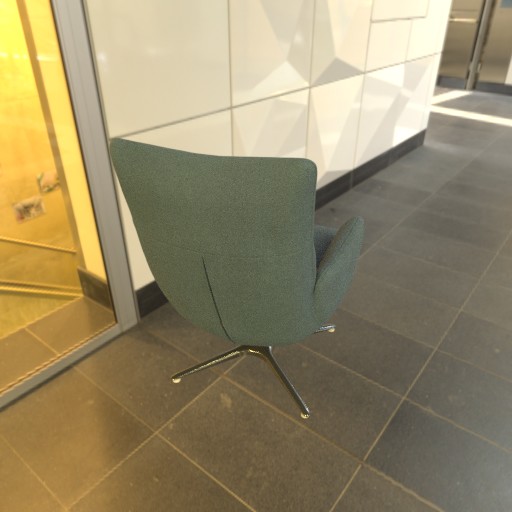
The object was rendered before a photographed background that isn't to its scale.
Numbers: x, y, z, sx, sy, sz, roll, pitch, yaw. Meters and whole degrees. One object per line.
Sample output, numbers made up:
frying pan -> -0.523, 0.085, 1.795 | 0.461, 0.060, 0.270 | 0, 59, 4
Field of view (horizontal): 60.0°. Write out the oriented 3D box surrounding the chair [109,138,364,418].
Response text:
chair -> 0.000, 0.000, 1.612 | 0.711, 1.016, 0.889 | 10, 32, 16
